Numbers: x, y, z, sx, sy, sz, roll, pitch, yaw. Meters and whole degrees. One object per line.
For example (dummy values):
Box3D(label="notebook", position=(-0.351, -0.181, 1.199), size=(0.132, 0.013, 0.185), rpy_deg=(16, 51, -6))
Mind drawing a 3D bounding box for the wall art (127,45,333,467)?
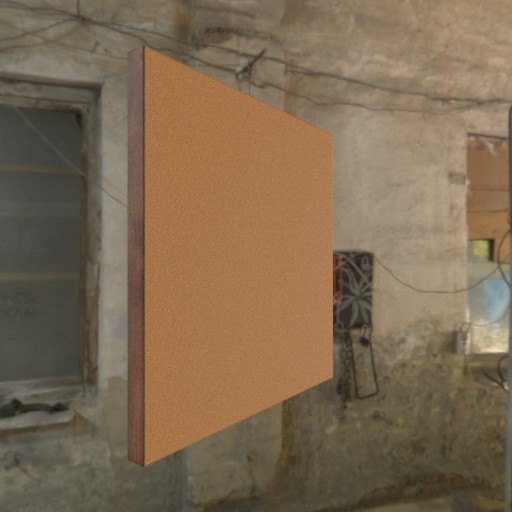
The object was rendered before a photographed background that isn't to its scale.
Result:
Box3D(label="wall art", position=(0.000, 0.000, 0.833), size=(0.037, 0.572, 0.554), rpy_deg=(0, 0, 37))
